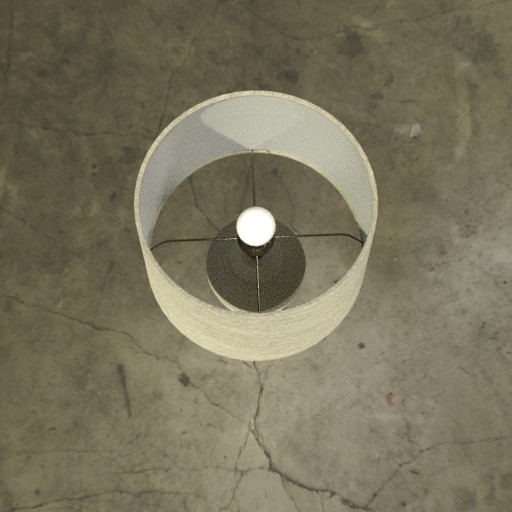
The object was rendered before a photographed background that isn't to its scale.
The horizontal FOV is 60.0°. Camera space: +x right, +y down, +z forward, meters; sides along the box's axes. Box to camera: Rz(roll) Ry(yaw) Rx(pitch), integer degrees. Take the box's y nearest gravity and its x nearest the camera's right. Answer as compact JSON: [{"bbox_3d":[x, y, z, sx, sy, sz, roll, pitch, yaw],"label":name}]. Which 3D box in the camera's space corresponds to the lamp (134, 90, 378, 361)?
[{"bbox_3d":[0.000,0.000,0.839,0.390,0.580,0.390,0,75,0],"label":"lamp"}]
